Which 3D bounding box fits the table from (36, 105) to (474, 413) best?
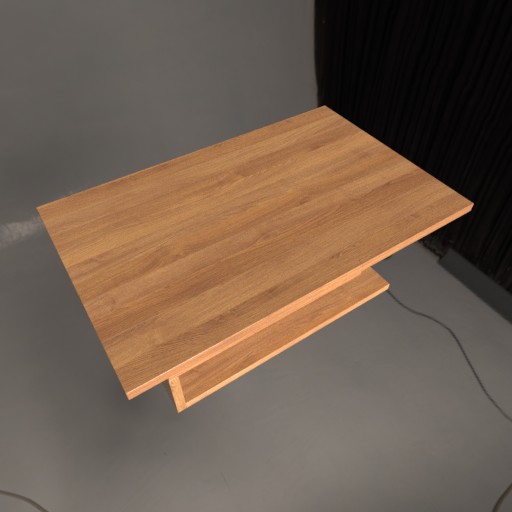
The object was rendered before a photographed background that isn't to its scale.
[{"bbox_3d":[0.000,0.000,1.481,1.100,0.442,0.700,-26,52,-22],"label":"table"}]
